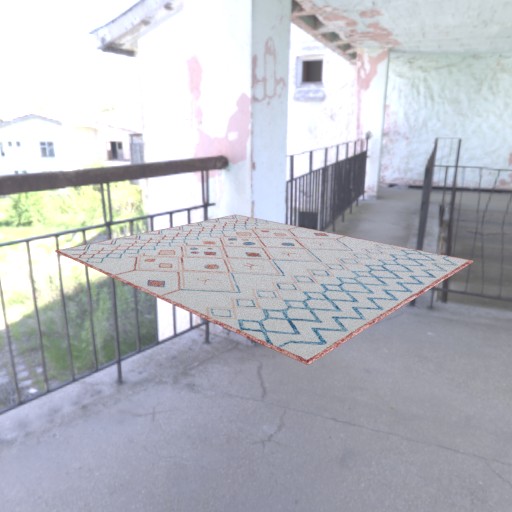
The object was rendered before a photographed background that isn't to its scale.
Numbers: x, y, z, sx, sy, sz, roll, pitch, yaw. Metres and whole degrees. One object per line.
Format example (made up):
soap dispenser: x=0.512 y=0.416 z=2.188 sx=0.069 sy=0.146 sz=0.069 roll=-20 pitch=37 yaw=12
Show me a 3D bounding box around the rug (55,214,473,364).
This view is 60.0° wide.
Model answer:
rug: x=0.000 y=0.000 z=4.119 sx=3.050 sy=0.016 sz=2.441 roll=15 pitch=22 yaw=41
